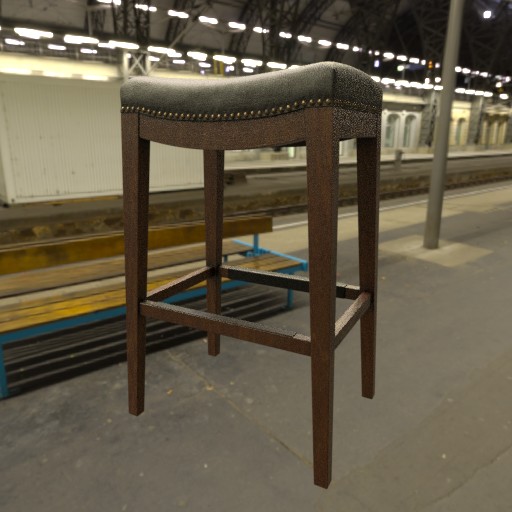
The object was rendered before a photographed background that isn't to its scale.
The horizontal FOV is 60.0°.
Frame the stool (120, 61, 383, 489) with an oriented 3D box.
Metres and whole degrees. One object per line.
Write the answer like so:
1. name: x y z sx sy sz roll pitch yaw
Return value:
1. stool: 0.000 0.000 1.003 0.500 0.765 0.361 8 17 27
